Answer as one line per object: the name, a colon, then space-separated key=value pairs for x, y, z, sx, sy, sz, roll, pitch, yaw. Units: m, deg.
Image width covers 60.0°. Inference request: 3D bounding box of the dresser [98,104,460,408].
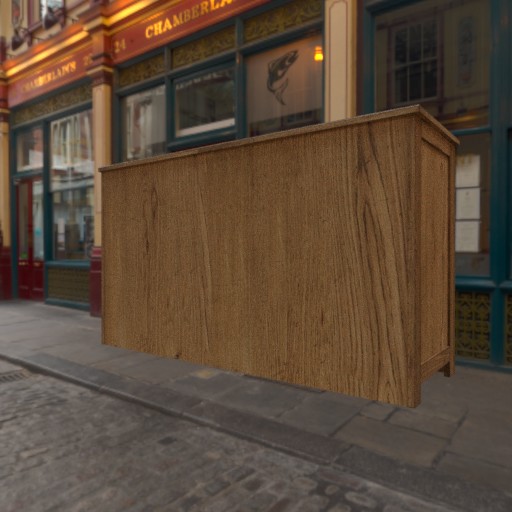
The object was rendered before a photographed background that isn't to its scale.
dresser: x=0.000 y=0.000 z=2.066 sx=1.657 sy=0.932 sz=0.563 roll=0 pitch=0 yaw=37
